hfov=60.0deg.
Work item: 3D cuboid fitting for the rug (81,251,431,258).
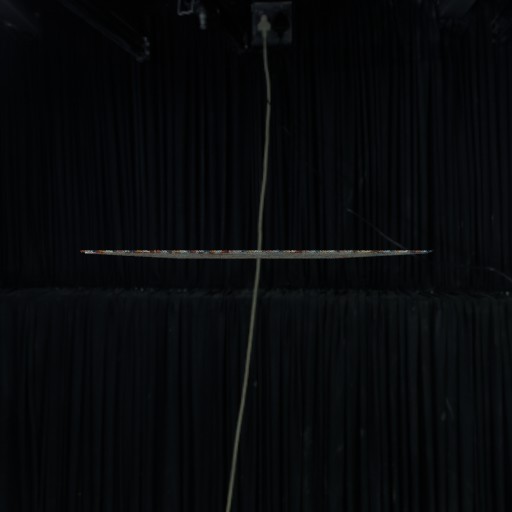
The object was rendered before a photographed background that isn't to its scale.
[{"bbox_3d":[0.000,0.000,3.180,1.523,0.010,2.584,0,-1,0],"label":"rug"}]
